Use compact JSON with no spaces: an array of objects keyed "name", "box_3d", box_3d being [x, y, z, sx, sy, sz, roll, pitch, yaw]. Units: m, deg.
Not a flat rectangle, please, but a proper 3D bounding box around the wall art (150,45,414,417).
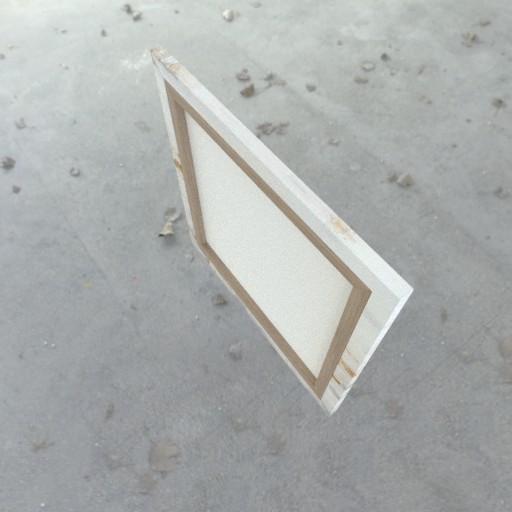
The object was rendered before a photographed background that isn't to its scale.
[{"name":"wall art","box_3d":[0.000,0.000,1.522,0.040,1.018,1.015,-32,63,-18]}]
